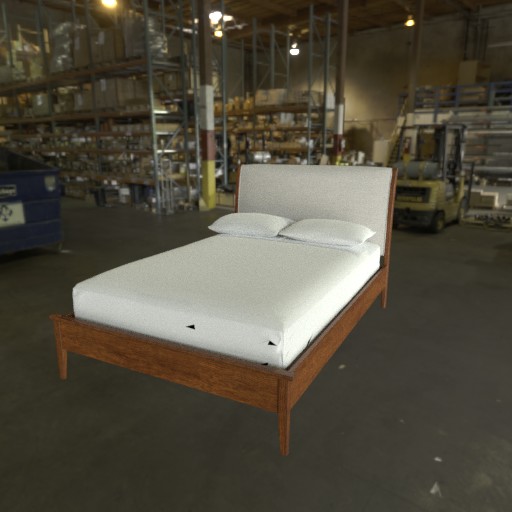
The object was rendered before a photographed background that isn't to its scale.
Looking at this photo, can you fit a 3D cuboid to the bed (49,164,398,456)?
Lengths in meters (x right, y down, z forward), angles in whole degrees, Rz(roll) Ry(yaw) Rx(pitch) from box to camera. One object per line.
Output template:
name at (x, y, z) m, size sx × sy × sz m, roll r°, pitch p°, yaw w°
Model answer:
bed at (0.000, 0.000, 3.323) m, size 1.612 × 1.250 × 2.380 m, roll 7°, pitch 16°, yaw 27°
